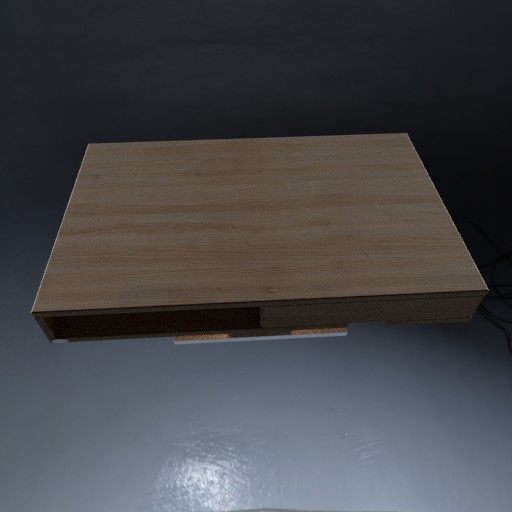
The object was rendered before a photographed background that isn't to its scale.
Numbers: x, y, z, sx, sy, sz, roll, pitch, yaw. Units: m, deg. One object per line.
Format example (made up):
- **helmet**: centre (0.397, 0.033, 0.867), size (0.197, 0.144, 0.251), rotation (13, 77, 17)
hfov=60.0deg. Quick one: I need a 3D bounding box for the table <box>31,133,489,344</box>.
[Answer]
- **table**: centre (0.000, 0.000, 1.459), size (1.100, 0.440, 0.700), rotation (-3, 48, -2)
